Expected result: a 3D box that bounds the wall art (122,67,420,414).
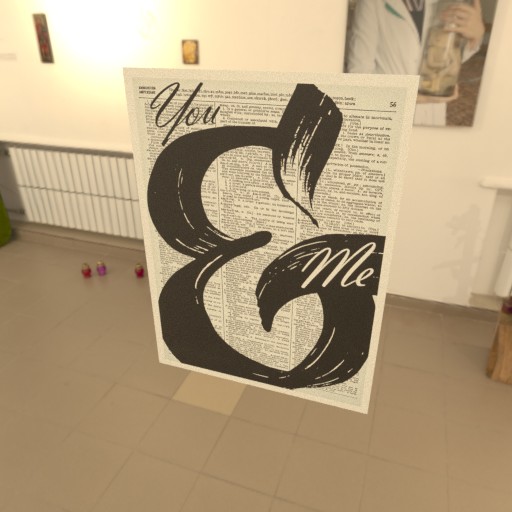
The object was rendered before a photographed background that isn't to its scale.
[{"bbox_3d":[0.000,0.000,0.788,0.457,0.609,0.003,9,28,17],"label":"wall art"}]
